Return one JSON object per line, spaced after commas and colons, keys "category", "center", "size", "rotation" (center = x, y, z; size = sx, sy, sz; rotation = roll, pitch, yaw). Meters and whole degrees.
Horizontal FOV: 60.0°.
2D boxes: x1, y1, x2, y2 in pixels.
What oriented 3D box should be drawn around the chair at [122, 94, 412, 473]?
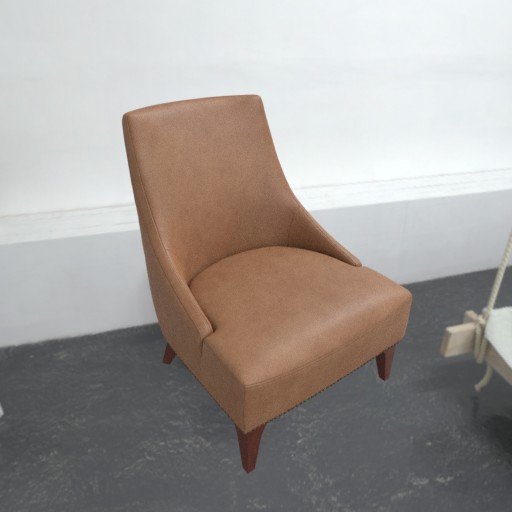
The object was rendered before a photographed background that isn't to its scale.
{"category": "chair", "center": [0.000, 0.000, 1.522], "size": [0.701, 0.909, 0.861], "rotation": [-20, 36, -31]}
